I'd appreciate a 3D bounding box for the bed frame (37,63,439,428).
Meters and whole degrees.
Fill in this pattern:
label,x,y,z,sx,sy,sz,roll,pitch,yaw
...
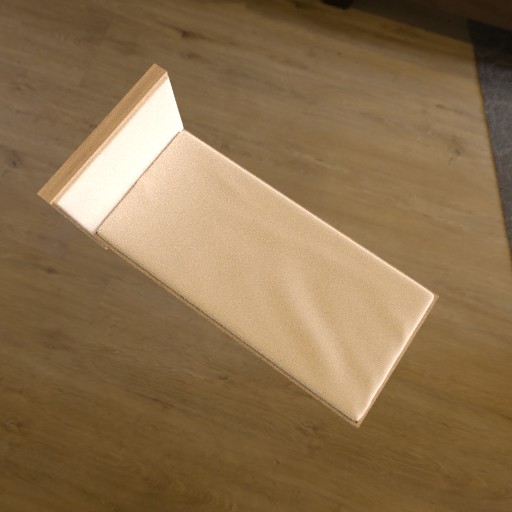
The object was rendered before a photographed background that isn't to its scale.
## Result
label,x,y,z,sx,sy,sz,roll,pitch,yaw
bed frame,0.000,0.000,2.732,2.140,0.920,0.990,35,78,9
